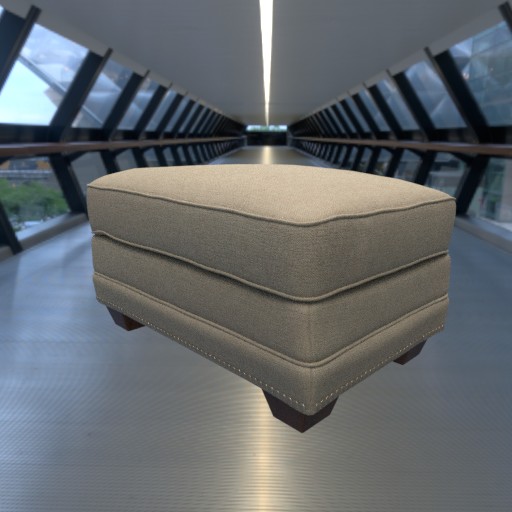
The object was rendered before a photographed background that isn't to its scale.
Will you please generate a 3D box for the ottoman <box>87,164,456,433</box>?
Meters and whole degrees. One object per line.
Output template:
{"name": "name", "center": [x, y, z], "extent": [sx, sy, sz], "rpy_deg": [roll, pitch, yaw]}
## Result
{"name": "ottoman", "center": [0.000, 0.000, 1.140], "extent": [0.559, 0.458, 0.813], "rpy_deg": [-13, 19, -43]}
